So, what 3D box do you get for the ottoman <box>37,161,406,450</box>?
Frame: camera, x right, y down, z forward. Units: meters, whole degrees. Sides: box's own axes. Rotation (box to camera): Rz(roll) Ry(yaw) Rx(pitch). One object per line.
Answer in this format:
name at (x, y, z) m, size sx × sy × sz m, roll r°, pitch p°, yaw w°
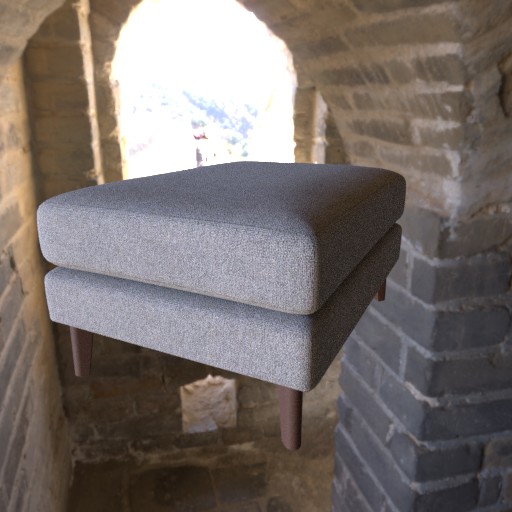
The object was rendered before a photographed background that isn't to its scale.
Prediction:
ottoman at (0.000, 0.000, 1.154) m, size 0.611 × 0.441 × 0.821 m, roll 9°, pitch 19°, yaw 25°
